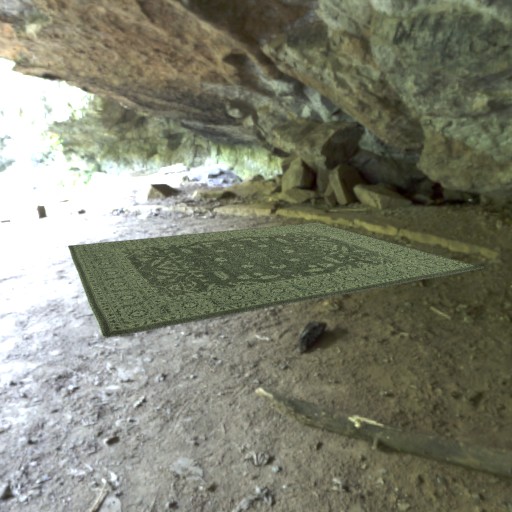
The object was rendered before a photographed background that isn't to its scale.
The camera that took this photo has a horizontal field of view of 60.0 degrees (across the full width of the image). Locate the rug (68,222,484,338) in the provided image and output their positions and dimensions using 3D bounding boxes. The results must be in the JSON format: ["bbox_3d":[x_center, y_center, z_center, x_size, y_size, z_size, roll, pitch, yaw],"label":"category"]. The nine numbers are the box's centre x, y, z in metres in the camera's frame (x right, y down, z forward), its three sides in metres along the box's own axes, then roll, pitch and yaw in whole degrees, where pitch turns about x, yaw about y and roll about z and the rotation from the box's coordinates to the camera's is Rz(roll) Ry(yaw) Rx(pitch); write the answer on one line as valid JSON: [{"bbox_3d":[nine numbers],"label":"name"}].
[{"bbox_3d":[0.000,0.000,4.101,3.069,0.026,2.451,-7,16,-26],"label":"rug"}]
